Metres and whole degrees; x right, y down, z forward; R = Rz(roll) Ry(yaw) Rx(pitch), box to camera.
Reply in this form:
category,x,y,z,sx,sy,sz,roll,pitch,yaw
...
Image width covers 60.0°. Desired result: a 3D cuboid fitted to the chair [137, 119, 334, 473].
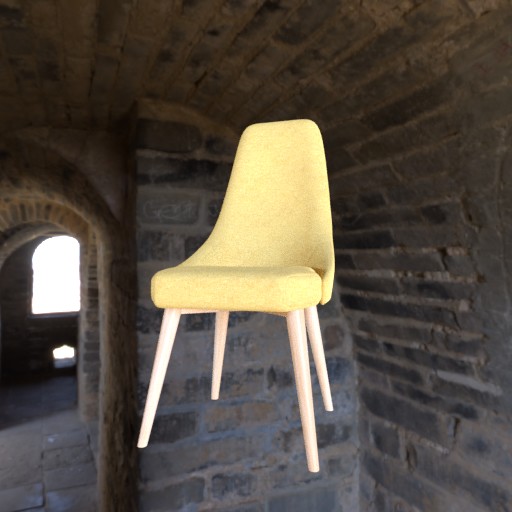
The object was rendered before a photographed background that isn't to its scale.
category,x,y,z,sx,sy,sz,roll,pitch,yaw
chair,0.000,0.000,1.401,0.510,1.040,0.660,0,-1,17
